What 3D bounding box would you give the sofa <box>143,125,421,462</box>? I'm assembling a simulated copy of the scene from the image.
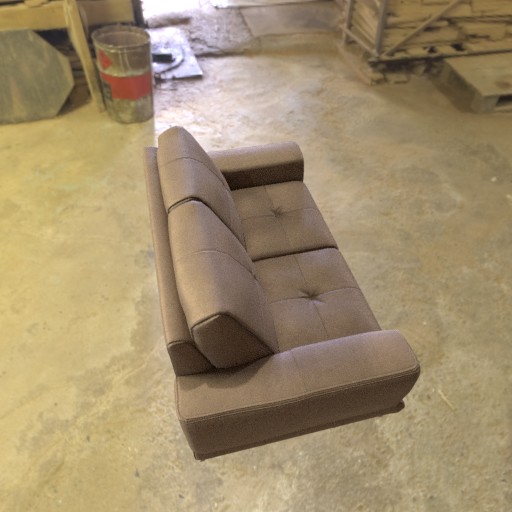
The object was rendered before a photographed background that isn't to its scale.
[{"bbox_3d":[0.000,0.000,2.375,1.018,0.907,1.806,-10,47,-9],"label":"sofa"}]
